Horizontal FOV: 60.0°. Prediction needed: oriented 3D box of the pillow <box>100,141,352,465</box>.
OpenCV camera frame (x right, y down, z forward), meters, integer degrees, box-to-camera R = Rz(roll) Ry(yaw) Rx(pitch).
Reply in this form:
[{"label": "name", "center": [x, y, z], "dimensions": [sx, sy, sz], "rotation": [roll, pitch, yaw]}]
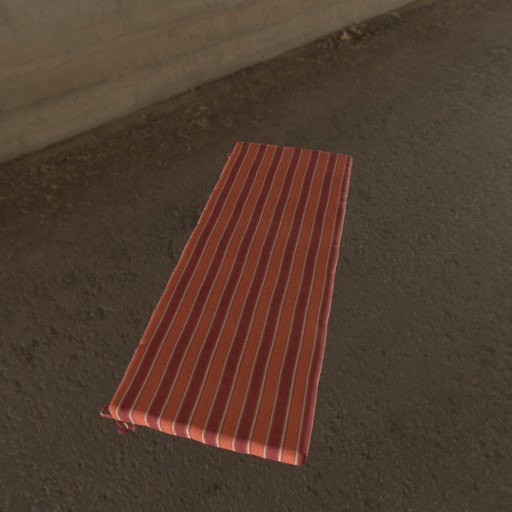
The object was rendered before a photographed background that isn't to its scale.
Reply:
[{"label": "pillow", "center": [0.000, 0.000, 1.362], "dimensions": [0.492, 0.081, 1.187], "rotation": [10, 47, 9]}]
